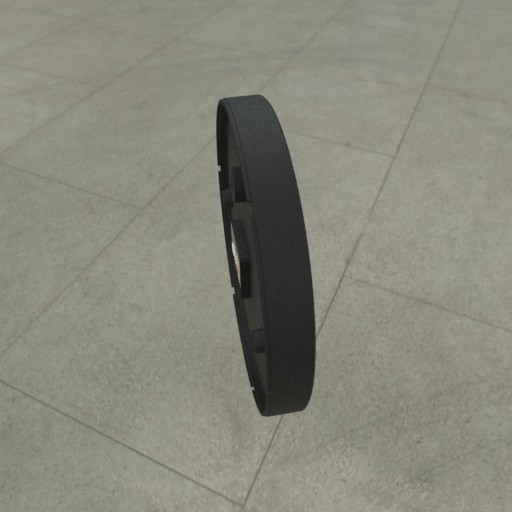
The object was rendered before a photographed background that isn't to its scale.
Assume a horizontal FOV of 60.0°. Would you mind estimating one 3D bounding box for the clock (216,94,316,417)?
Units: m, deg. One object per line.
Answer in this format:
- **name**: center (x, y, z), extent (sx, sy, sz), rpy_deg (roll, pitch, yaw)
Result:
- **clock**: center (0.000, 0.000, 0.430), extent (0.040, 0.293, 0.293), rpy_deg (-8, 47, -7)
